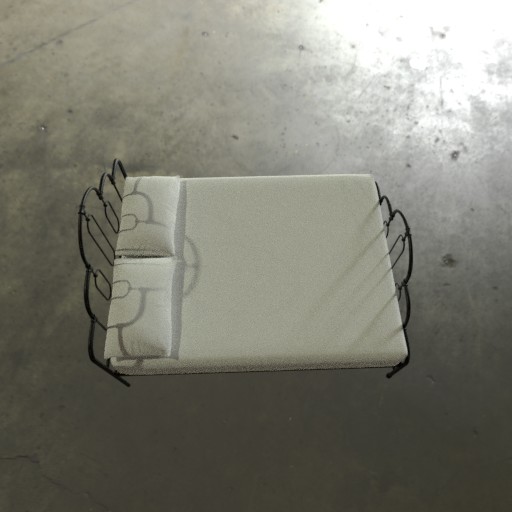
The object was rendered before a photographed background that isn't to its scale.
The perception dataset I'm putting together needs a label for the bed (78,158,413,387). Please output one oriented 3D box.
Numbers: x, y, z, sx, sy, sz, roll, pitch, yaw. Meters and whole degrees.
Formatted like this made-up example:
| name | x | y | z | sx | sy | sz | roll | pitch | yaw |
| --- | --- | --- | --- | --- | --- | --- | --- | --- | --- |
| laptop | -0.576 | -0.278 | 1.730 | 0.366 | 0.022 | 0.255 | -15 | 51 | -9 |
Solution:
| name | x | y | z | sx | sy | sz | roll | pitch | yaw |
| --- | --- | --- | --- | --- | --- | --- | --- | --- | --- |
| bed | 0.000 | 0.000 | 3.370 | 2.181 | 1.444 | 1.626 | -2 | 63 | -1 |
